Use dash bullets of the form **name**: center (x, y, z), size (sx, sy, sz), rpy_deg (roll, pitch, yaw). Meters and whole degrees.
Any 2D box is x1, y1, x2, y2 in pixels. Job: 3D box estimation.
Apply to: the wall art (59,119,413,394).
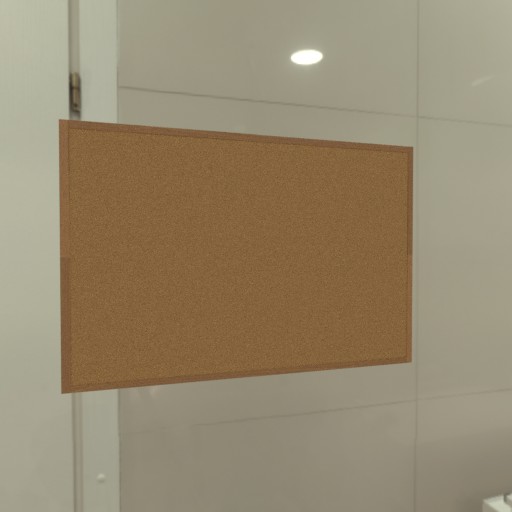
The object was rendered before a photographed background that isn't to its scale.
- **wall art**: center (0.000, 0.000, 1.405), size (1.141, 0.758, 0.035), rpy_deg (0, 1, -17)
